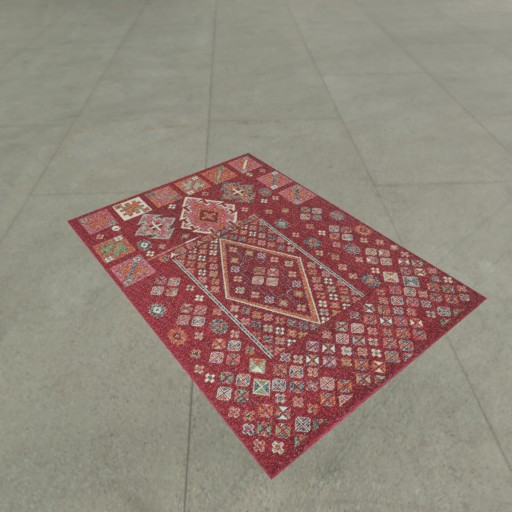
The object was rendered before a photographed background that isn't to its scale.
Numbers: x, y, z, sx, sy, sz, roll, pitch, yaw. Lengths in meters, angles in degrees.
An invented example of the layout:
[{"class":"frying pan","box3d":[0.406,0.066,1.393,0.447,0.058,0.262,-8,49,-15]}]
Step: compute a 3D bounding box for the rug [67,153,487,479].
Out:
[{"class":"rug","box3d":[0.000,0.000,2.760,1.579,0.007,2.184,-27,48,-28]}]
